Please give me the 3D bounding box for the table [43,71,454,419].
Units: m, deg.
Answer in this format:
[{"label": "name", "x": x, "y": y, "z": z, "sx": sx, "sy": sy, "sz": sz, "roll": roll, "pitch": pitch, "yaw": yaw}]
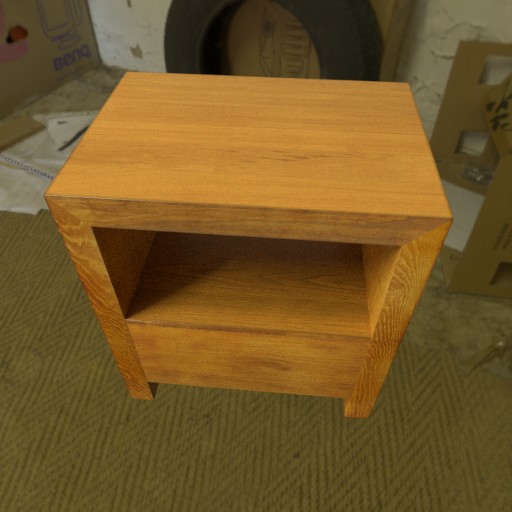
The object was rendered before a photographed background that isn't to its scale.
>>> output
[{"label": "table", "x": 0.000, "y": 0.000, "z": 0.946, "sx": 0.550, "sy": 0.605, "sz": 0.400, "roll": 4, "pitch": 46, "yaw": 4}]
